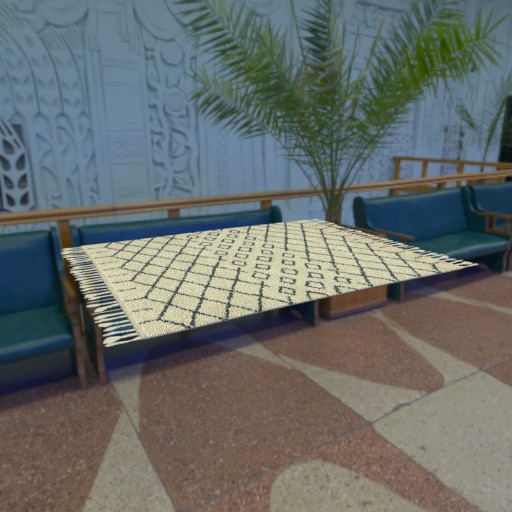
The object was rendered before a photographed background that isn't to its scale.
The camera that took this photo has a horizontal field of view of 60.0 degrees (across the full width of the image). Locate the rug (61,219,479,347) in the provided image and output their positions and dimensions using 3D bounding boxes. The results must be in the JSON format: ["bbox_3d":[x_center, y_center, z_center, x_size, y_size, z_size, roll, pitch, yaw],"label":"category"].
[{"bbox_3d":[0.000,0.000,4.194,3.213,0.030,2.388,-9,18,-28],"label":"rug"}]
